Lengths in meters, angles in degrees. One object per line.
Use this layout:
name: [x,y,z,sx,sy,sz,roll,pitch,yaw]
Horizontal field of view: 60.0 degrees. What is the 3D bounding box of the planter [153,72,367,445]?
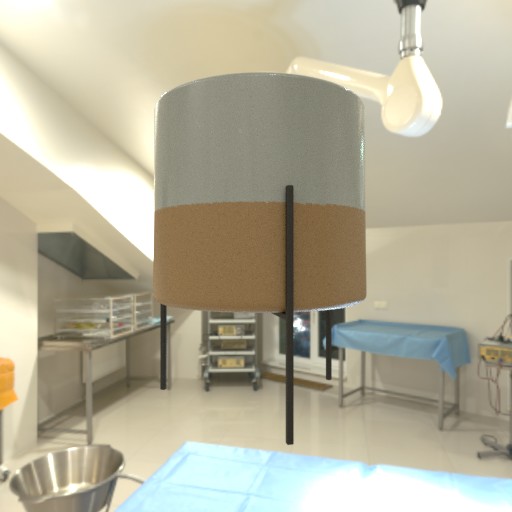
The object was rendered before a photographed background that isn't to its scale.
planter: [0.000,0.000,0.745,0.360,0.480,0.348,0,0,18]
